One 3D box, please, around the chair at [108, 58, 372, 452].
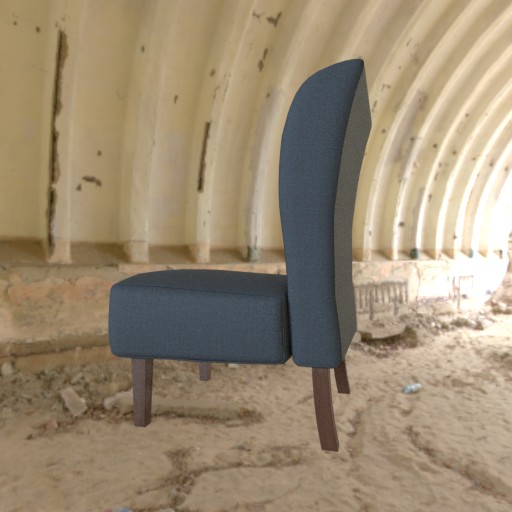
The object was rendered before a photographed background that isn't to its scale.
[{"bbox_3d":[0.000,0.000,1.182,0.592,0.804,0.513,0,0,15],"label":"chair"}]
